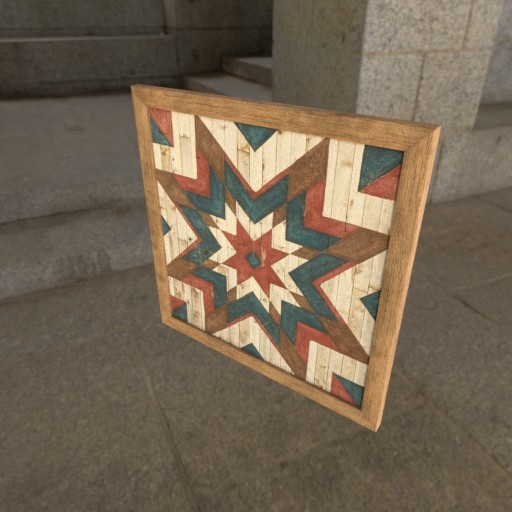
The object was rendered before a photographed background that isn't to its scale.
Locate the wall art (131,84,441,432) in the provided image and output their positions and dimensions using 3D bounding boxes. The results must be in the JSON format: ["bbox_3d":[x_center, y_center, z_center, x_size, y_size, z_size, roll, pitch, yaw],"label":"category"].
[{"bbox_3d":[0.000,0.000,1.032,0.695,0.691,0.029,19,35,30],"label":"wall art"}]
